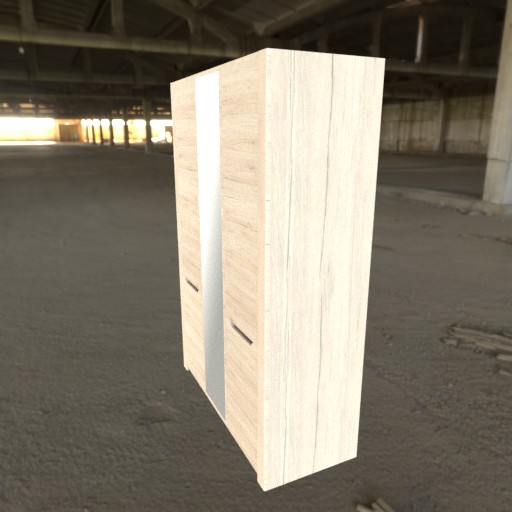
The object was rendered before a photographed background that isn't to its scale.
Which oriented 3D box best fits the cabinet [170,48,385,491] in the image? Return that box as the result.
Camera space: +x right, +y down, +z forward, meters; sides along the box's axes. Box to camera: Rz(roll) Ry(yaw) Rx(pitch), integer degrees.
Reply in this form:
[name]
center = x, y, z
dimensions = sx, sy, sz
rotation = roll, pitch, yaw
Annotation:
[cabinet]
center = 0.000, 0.000, 2.697
dimensions = 0.580, 2.070, 1.400
rotation = -7, 17, -25
